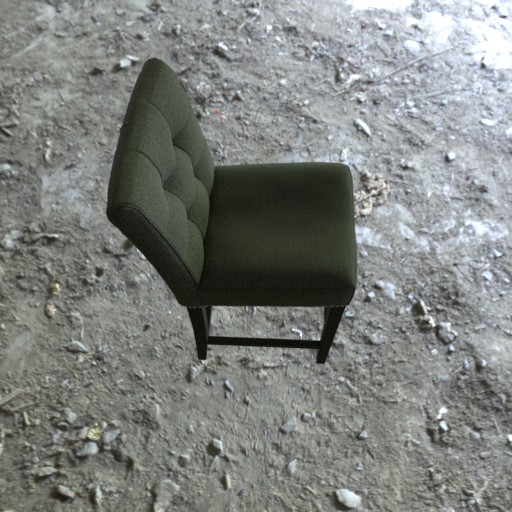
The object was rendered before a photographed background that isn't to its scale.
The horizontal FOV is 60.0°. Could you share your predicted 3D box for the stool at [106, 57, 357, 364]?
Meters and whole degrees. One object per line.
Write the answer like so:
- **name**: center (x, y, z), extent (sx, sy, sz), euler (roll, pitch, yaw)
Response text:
- **stool**: center (0.000, 0.000, 1.316), extent (0.548, 1.047, 0.411), euler (3, 62, 2)
